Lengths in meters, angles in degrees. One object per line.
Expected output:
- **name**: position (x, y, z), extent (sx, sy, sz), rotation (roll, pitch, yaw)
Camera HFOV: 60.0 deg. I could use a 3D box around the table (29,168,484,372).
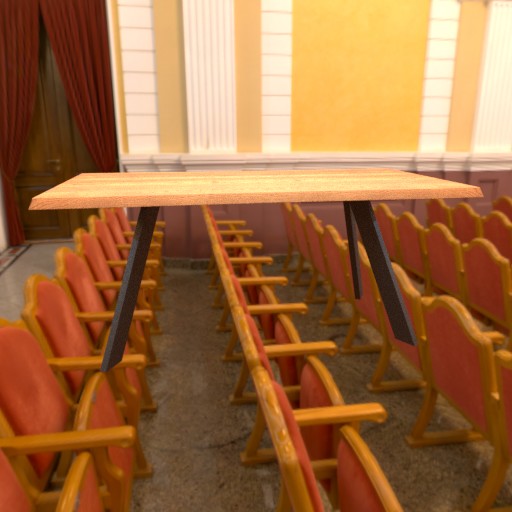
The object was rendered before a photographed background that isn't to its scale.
- **table**: position (0.000, 0.000, 2.249), extent (1.800, 0.770, 0.900), rotation (-3, 17, -9)
